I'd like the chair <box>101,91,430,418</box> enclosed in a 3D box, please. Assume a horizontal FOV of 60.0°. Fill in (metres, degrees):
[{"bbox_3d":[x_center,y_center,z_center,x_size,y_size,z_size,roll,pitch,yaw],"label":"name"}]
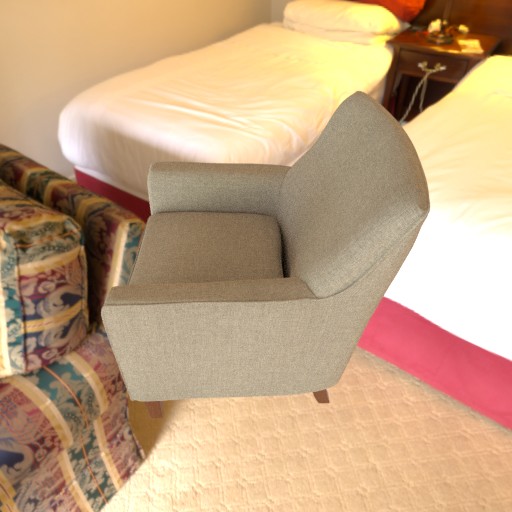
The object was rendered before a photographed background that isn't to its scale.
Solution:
[{"bbox_3d":[0.000,0.000,1.769,0.993,1.047,0.887,-1,40,-1],"label":"chair"}]
